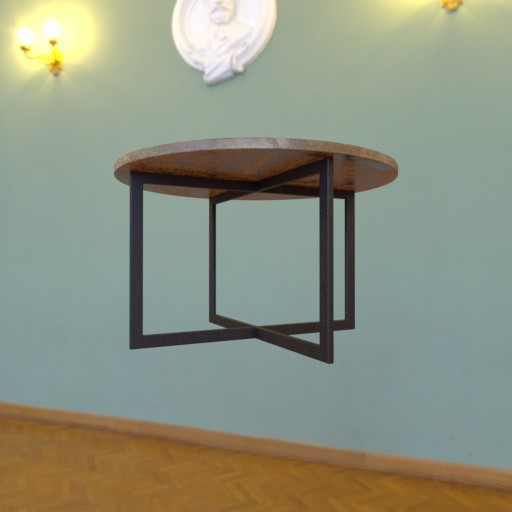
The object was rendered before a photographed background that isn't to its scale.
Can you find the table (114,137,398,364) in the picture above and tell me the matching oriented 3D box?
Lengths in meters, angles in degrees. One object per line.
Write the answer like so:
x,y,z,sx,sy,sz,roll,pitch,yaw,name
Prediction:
0.000,0.000,2.066,1.264,0.762,1.264,0,0,0,table
